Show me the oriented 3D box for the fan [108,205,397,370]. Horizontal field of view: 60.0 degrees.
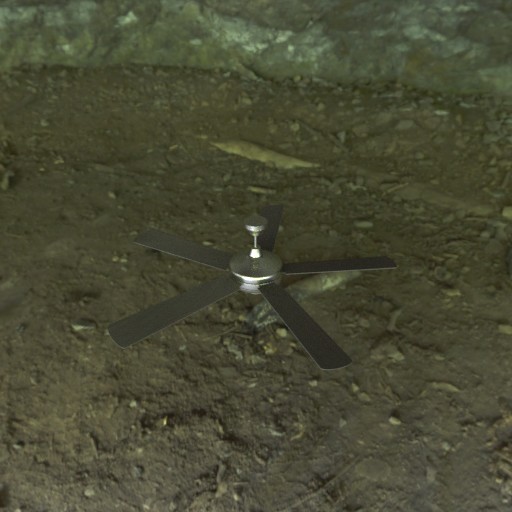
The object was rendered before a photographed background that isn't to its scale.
[{"bbox_3d":[0.000,0.000,2.008,1.321,0.356,1.321,-9,33,-14],"label":"fan"}]
